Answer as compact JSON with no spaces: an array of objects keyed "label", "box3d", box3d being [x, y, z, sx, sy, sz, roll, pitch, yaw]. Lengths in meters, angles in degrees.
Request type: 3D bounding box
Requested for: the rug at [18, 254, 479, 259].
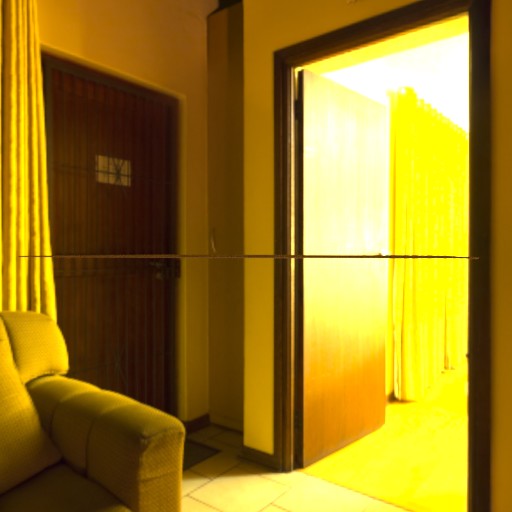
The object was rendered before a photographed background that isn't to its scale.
[{"label":"rug","box3d":[0.000,0.000,2.935,2.438,0.008,1.523,0,0,18]}]
